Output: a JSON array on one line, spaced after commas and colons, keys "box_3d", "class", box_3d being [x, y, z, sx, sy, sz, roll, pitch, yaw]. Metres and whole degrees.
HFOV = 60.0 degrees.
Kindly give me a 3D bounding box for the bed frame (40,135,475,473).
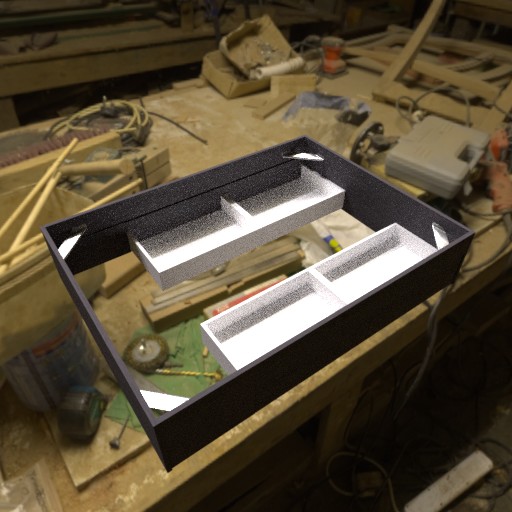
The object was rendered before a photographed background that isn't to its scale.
[{"box_3d": [0.000, 0.000, 2.594, 1.944, 0.459, 1.448, -25, 47, -26], "class": "bed frame"}]
